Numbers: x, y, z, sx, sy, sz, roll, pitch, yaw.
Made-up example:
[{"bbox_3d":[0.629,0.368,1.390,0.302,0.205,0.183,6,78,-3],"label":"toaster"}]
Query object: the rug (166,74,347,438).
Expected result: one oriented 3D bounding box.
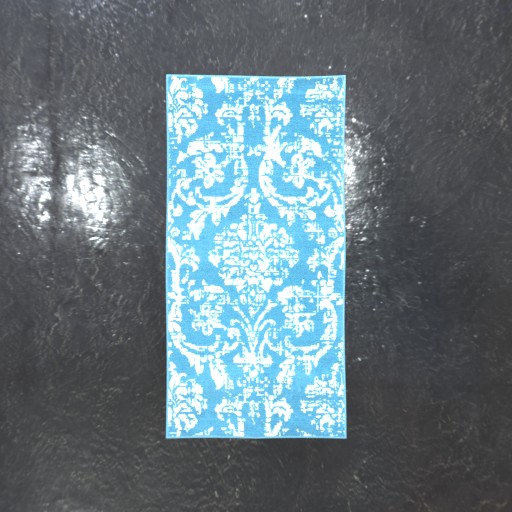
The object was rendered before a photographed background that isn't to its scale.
[{"bbox_3d":[0.000,0.000,1.483,0.604,0.007,1.219,0,90,0],"label":"rug"}]
